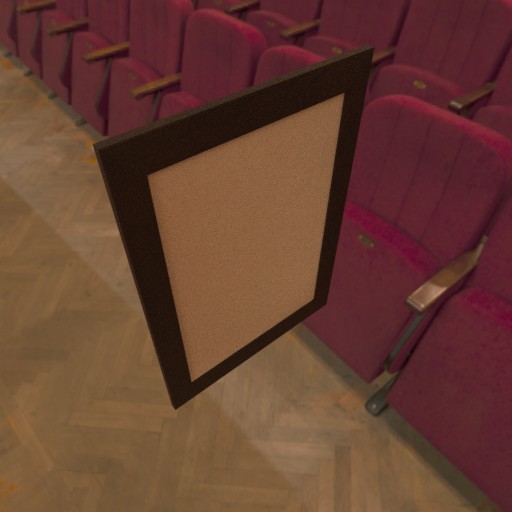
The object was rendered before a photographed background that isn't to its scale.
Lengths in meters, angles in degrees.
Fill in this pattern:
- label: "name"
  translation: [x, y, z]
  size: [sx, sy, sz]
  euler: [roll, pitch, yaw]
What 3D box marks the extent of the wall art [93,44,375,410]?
- label: "wall art"
  translation: [0.000, 0.000, 0.646]
  size: [0.359, 0.508, 0.013]
  euler: [-30, 53, -26]
